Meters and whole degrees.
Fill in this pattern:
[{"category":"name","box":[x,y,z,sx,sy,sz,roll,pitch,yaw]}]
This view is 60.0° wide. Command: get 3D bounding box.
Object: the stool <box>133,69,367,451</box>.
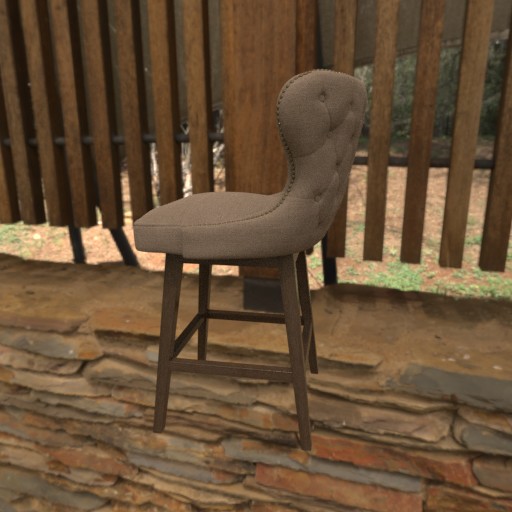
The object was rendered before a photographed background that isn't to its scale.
[{"category":"stool","box":[0.000,0.000,1.337,0.597,0.972,0.615,3,15,10]}]
